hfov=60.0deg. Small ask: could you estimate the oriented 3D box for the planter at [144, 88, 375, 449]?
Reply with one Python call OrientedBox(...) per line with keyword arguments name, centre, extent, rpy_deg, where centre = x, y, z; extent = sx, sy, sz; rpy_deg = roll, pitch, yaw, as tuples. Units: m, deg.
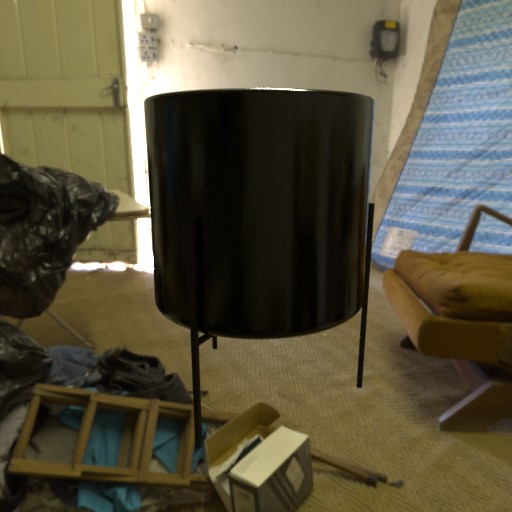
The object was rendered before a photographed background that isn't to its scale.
OrientedBox(name="planter", centre=(0.000, 0.000, 0.647), extent=(0.310, 0.432, 0.310), rpy_deg=(14, 20, 42))
